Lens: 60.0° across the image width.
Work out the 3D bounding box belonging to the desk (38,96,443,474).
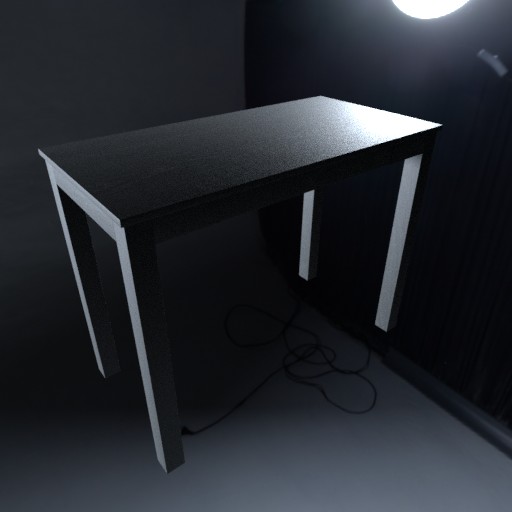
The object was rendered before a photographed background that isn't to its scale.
[{"bbox_3d":[0.000,0.000,1.398,0.991,0.762,0.499,-22,38,-32],"label":"desk"}]
